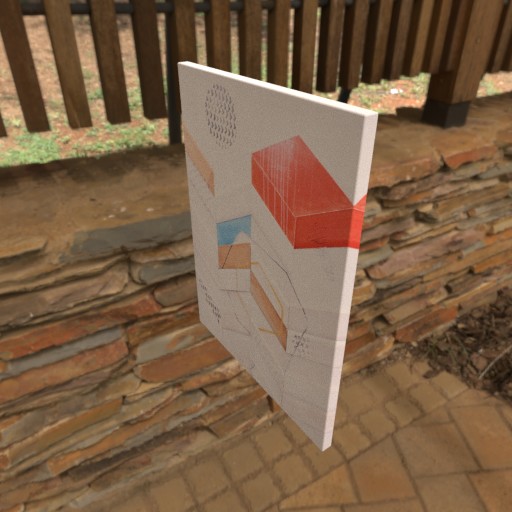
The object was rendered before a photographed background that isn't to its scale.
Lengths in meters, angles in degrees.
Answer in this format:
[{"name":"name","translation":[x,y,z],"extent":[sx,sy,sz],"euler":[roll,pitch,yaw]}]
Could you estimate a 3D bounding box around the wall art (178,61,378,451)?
[{"name":"wall art","translation":[0.000,0.000,1.361],"extent":[0.045,1.014,0.759],"euler":[-21,37,-30]}]
